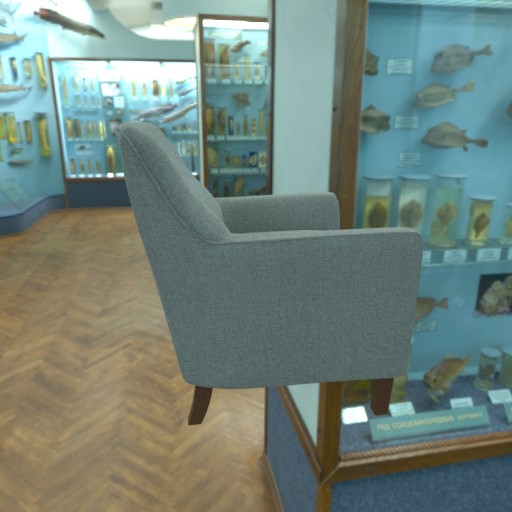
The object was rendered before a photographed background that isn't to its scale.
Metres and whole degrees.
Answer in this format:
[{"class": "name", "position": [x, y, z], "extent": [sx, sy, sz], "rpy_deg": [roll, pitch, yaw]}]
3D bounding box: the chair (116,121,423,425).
[{"class": "chair", "position": [0.000, 0.000, 1.809], "extent": [0.993, 1.047, 0.887], "rpy_deg": [-3, 17, -9]}]
